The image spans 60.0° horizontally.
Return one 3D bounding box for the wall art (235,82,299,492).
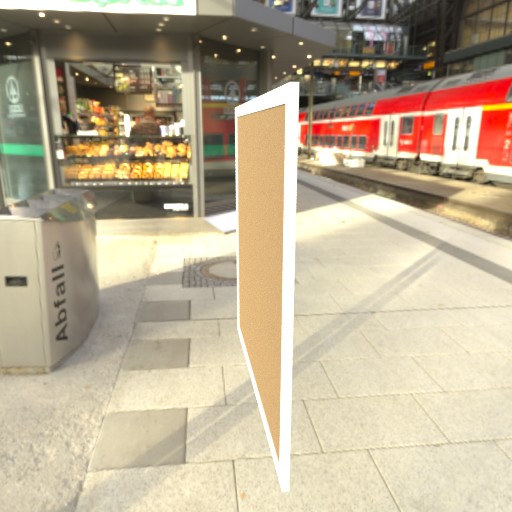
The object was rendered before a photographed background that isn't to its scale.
[{"bbox_3d":[0.000,0.000,1.217,0.015,0.812,0.812,-2,16,-9],"label":"wall art"}]
